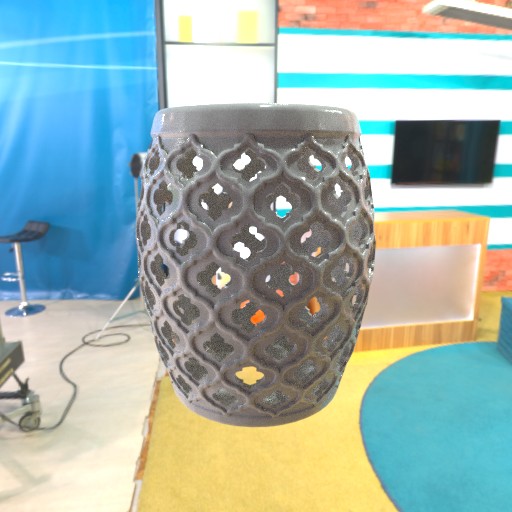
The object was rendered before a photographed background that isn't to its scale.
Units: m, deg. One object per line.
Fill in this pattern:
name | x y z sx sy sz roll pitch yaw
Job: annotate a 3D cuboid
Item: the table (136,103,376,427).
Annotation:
table | 0.000 0.000 0.627 0.325 0.388 0.325 0 14 0
